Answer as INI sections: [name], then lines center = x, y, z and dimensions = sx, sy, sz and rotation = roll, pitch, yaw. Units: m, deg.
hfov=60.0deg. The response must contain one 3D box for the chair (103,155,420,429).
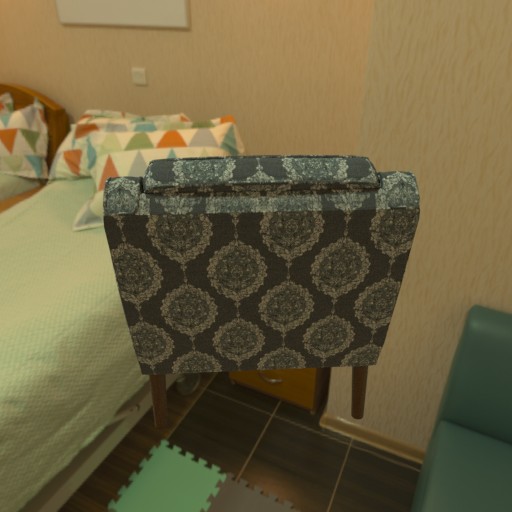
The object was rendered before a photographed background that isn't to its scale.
[chair]
center = 0.000, 0.000, 1.366
dimensions = 0.663, 0.792, 0.743
rotation = -2, 30, -3
